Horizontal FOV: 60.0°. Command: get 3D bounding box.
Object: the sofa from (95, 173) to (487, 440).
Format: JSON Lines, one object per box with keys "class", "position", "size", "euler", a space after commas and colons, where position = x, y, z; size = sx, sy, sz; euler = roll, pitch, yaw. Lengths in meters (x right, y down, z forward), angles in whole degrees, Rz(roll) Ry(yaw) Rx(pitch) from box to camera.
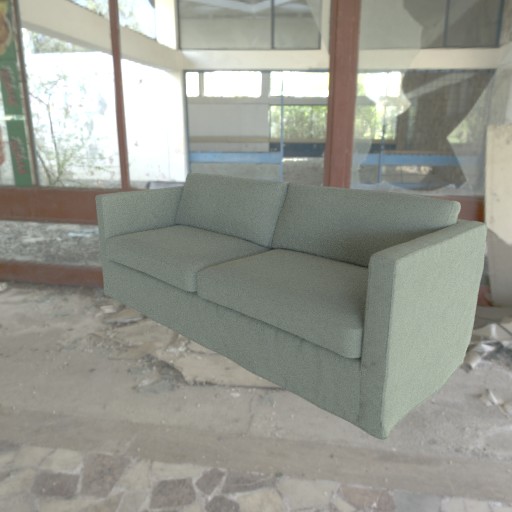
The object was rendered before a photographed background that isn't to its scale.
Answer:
{"class": "sofa", "position": [0.000, 0.000, 2.689], "size": [2.312, 0.853, 0.962], "euler": [15, 22, 43]}
